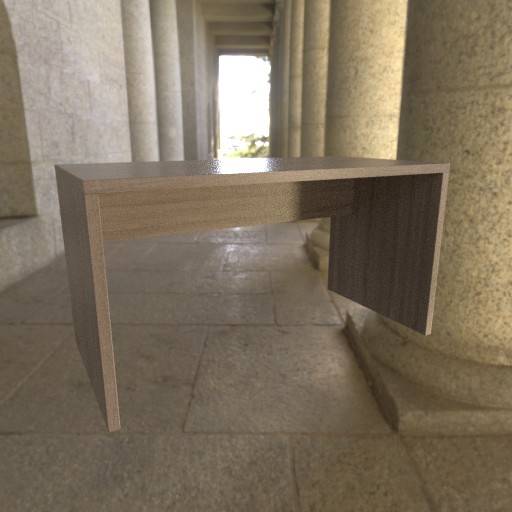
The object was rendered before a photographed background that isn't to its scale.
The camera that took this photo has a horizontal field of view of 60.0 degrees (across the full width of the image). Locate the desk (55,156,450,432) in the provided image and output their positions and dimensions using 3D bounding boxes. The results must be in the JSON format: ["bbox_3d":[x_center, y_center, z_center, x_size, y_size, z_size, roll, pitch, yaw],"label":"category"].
[{"bbox_3d":[0.000,0.000,1.826,1.380,0.745,0.690,-8,18,-28],"label":"desk"}]
